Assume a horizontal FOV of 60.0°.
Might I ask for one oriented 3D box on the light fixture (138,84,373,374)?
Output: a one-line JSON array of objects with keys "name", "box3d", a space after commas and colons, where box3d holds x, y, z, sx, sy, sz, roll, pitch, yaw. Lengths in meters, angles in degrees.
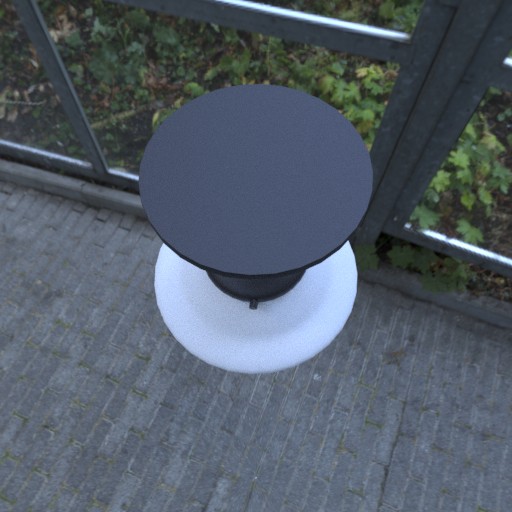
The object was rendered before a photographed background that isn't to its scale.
[{"name": "light fixture", "box3d": [0.000, 0.000, 0.400, 0.197, 0.254, 0.197, 0, 63, 0]}]
